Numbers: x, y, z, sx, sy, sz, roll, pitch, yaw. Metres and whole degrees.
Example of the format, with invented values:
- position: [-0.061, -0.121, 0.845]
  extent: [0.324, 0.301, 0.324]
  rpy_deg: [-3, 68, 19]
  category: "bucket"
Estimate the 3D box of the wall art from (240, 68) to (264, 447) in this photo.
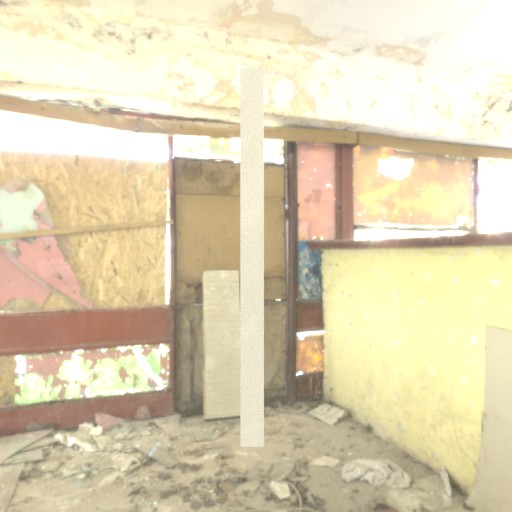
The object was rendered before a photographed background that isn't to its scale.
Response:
- position: [0.000, 0.000, 1.172]
  extent: [0.038, 0.610, 0.915]
  rpy_deg: [0, 0, 1]
  category: "wall art"
